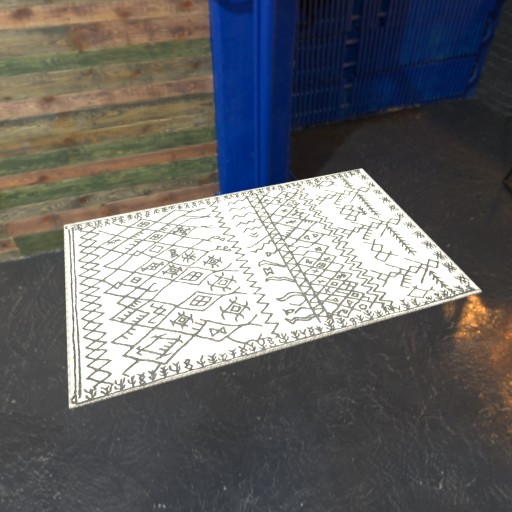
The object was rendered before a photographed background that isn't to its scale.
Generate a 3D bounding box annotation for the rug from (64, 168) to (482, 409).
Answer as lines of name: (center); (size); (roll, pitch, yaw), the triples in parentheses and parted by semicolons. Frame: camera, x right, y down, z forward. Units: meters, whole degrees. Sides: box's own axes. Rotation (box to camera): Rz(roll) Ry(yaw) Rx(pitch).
rug: (0.000, 0.000, 2.991); (2.444, 0.012, 1.526); (-13, 44, -14)
